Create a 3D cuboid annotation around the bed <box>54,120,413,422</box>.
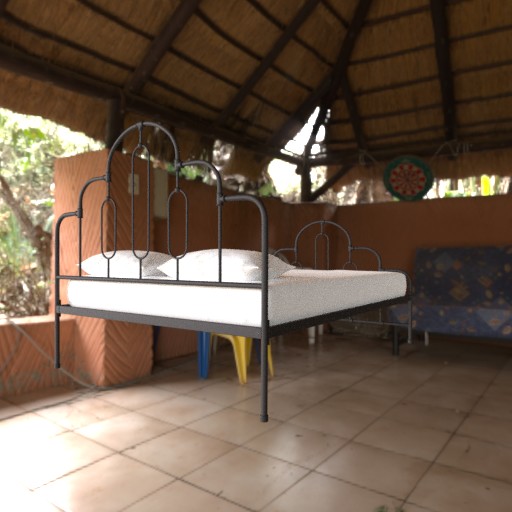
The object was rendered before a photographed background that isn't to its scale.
[{"bbox_3d":[0.000,0.000,3.231,1.640,1.429,2.163,0,0,35],"label":"bed"}]
